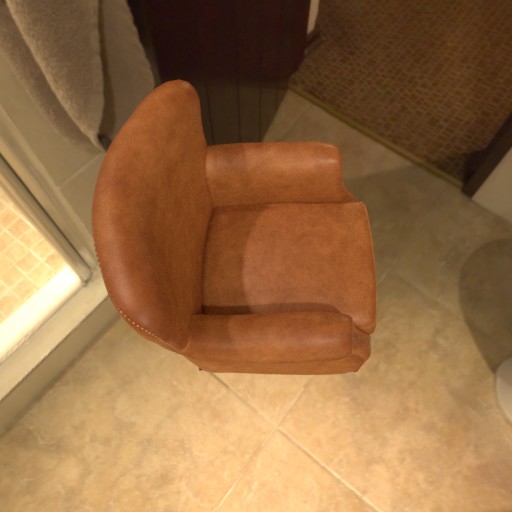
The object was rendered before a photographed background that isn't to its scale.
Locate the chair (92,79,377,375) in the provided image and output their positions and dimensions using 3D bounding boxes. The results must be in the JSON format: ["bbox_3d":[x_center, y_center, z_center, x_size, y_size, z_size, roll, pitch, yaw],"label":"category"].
[{"bbox_3d":[0.000,0.000,1.654,0.921,0.936,0.861,2,64,1],"label":"chair"}]
